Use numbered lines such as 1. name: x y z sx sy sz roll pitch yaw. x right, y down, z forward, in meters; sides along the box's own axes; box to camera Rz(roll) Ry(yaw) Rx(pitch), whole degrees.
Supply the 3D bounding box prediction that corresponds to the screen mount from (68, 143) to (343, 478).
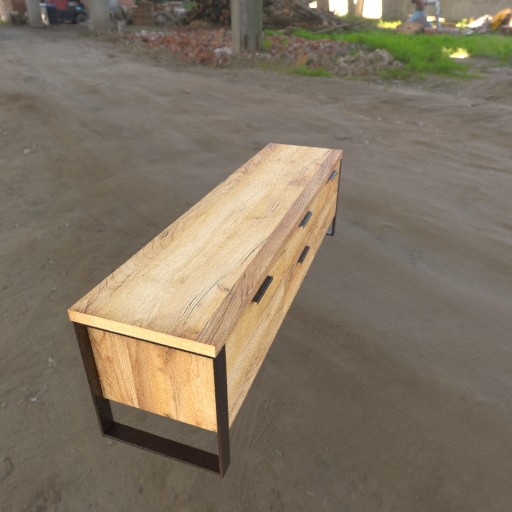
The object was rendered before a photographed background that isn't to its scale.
1. screen mount: 0.000 0.000 1.719 0.395 0.450 1.524 10 31 17
